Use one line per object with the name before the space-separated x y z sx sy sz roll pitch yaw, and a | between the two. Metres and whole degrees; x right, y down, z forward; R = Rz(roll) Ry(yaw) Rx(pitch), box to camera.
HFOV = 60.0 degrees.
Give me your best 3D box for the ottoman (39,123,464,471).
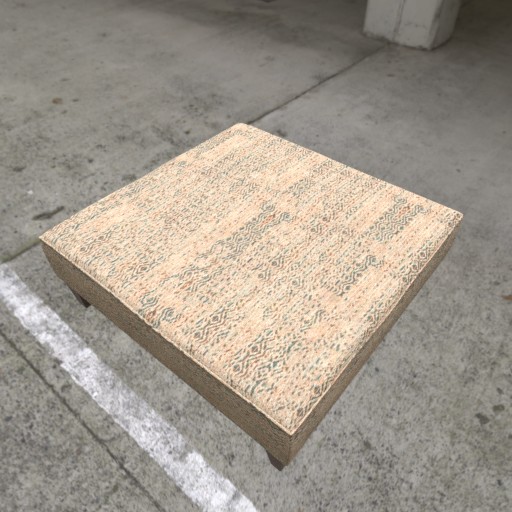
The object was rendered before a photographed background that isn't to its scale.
ottoman | 0.000 0.000 1.522 1.004 0.356 0.968 30 52 27
